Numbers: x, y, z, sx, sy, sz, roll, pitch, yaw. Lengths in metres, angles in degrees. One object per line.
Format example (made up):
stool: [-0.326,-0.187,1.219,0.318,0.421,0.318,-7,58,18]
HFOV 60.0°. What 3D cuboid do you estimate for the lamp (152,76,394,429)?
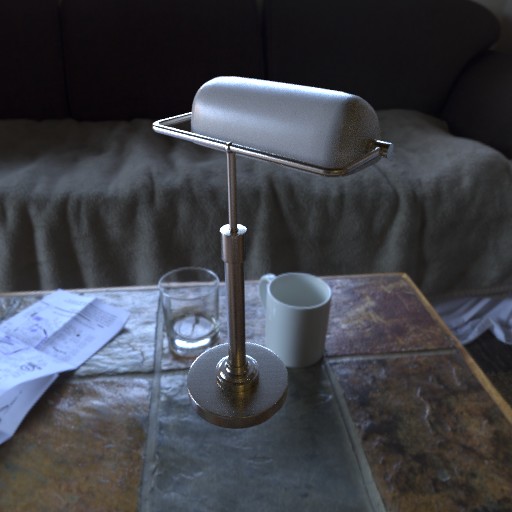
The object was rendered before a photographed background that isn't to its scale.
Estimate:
lamp: [0.000,0.000,0.564,0.269,0.404,0.227,23,38,32]
